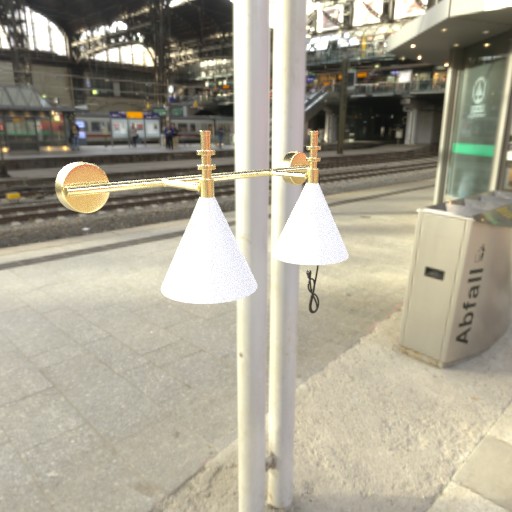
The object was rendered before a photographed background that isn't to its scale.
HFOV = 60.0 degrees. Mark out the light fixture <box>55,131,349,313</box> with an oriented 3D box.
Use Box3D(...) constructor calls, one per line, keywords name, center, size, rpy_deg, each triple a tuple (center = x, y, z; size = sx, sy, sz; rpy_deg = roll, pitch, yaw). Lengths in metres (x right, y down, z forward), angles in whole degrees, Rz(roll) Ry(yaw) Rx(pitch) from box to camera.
Box3D(name="light fixture", center=(0.000, 0.000, 0.861), size=(0.239, 0.468, 0.642), rpy_deg=(14, 21, 42))
